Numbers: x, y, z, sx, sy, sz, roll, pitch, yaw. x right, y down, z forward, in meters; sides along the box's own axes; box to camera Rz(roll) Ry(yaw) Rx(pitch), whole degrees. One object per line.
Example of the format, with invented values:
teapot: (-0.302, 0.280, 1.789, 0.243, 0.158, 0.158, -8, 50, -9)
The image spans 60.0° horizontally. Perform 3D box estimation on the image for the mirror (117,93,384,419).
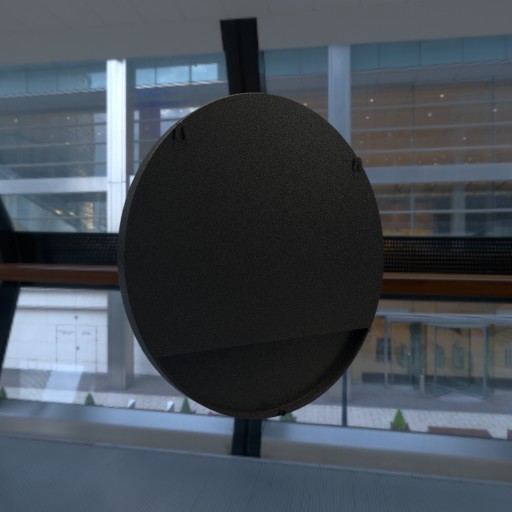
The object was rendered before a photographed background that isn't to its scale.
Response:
mirror: (0.000, 0.000, 0.685, 0.457, 0.457, 0.133, 0, 0, -36)
